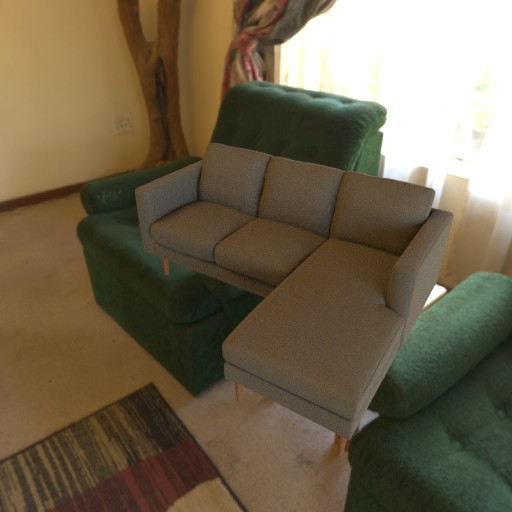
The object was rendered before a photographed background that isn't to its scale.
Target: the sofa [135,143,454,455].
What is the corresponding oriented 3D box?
[{"bbox_3d":[0.000,0.000,2.882,2.031,0.897,1.591,19,36,28],"label":"sofa"}]
